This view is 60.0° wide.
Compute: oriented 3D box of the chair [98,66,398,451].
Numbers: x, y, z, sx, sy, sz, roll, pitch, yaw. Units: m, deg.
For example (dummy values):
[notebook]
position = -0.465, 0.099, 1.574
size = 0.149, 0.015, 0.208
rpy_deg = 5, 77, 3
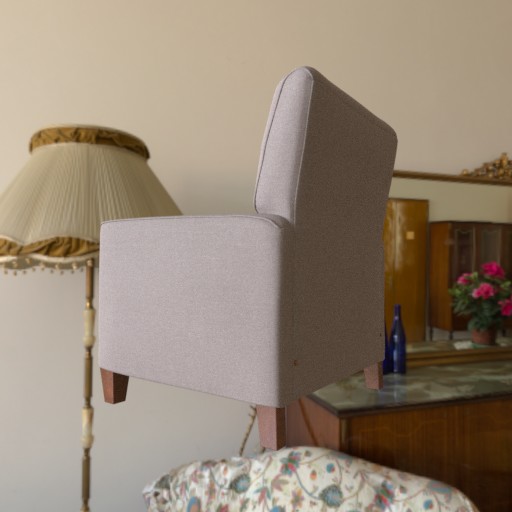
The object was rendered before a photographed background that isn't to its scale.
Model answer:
[chair]
position = 0.000, 0.000, 1.642
size = 0.859, 1.023, 0.845
rpy_deg = -1, -2, 36
